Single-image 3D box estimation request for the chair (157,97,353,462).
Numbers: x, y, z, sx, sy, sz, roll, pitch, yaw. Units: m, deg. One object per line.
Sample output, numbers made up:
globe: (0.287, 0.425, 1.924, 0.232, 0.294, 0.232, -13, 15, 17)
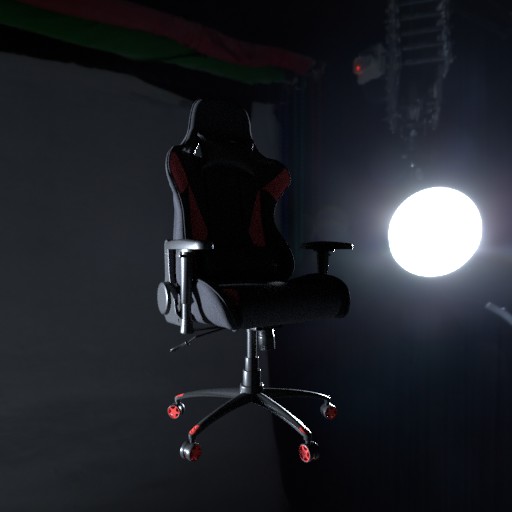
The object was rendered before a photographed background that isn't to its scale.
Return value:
chair: (0.000, 0.000, 1.683, 0.695, 1.326, 0.658, -1, 1, -35)
